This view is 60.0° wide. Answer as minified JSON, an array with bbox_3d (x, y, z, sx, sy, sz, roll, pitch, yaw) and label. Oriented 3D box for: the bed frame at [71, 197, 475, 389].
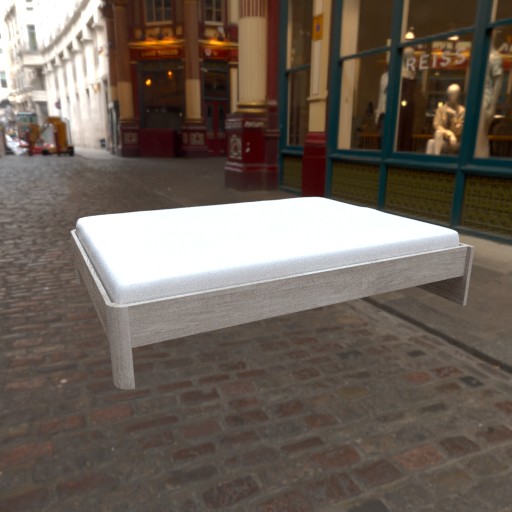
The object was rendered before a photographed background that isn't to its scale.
[{"bbox_3d":[0.000,0.000,2.692,1.950,0.462,1.490,-8,19,-26],"label":"bed frame"}]
